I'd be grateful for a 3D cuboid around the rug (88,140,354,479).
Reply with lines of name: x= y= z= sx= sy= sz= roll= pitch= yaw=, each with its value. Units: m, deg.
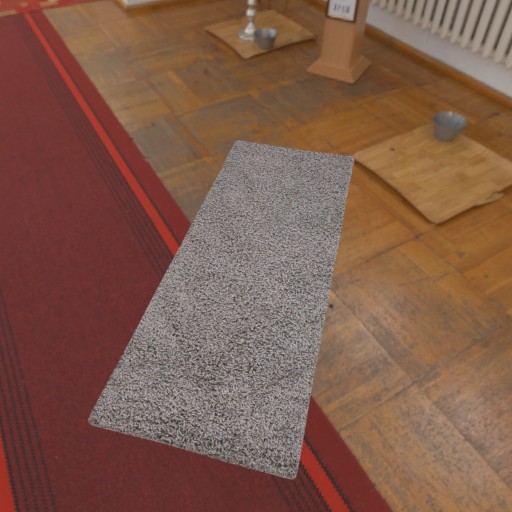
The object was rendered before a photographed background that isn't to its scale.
rug: x=0.000 y=0.000 z=1.726 sx=0.609 sy=0.030 sz=1.524 roll=11 pitch=47 yaw=10
